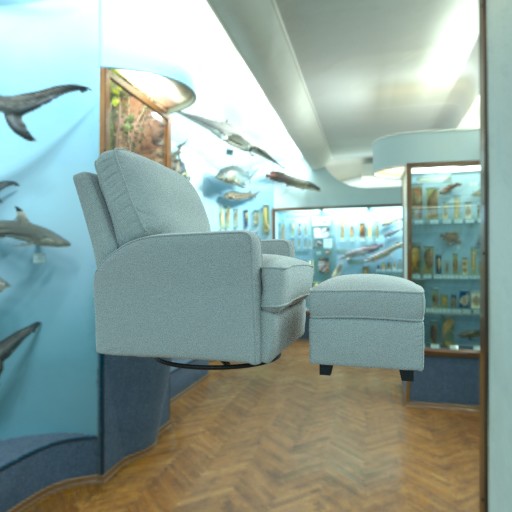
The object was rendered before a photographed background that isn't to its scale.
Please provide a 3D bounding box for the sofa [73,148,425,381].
[{"bbox_3d":[0.000,0.000,2.101,1.472,0.959,0.861,0,-1,16],"label":"sofa"}]
